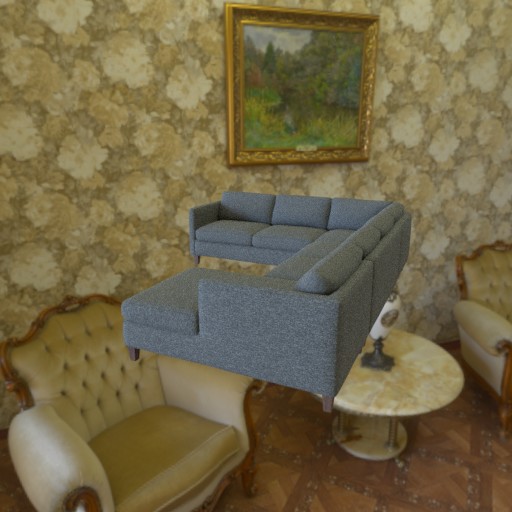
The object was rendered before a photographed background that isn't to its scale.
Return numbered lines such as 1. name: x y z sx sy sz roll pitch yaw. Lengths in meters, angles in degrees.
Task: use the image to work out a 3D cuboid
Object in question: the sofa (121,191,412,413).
1. sofa: 0.000 0.000 4.351 2.551 0.853 3.238 7 17 24
